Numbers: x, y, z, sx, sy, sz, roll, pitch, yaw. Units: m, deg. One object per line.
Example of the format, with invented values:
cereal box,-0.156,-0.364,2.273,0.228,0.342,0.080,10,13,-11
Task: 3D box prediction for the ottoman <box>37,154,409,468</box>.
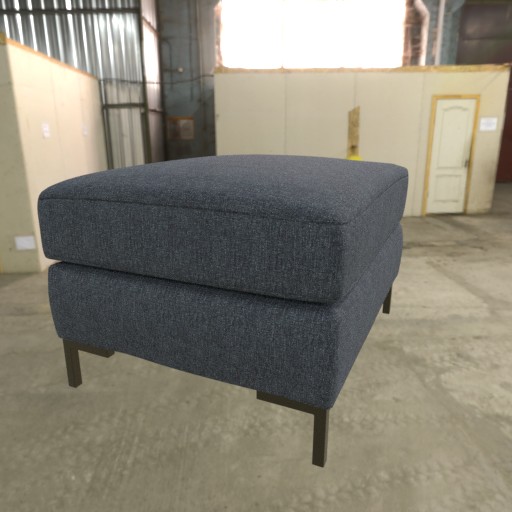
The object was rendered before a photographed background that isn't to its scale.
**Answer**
ottoman,0.000,0.000,1.227,0.695,0.533,0.831,8,18,24
